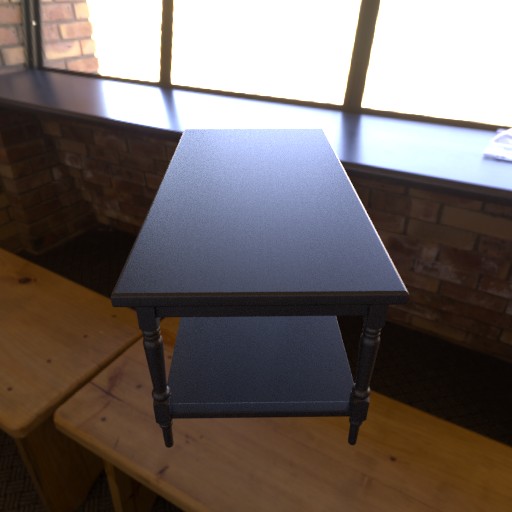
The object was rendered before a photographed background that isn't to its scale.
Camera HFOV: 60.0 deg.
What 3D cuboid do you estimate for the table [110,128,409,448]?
[{"bbox_3d":[0.000,0.000,1.416,0.550,0.510,1.107,0,31,-1],"label":"table"}]
